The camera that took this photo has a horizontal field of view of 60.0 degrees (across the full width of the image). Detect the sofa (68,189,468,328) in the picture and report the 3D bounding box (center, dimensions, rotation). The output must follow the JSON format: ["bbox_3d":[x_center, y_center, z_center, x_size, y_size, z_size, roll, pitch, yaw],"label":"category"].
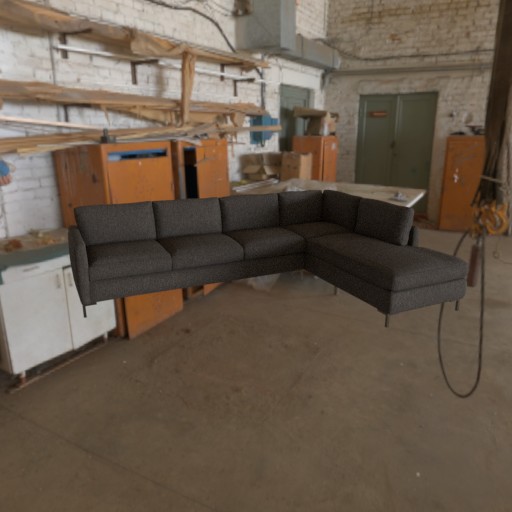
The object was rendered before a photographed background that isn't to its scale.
[{"bbox_3d":[0.000,0.000,3.869,2.949,0.815,2.007,-8,18,-24],"label":"sofa"}]
